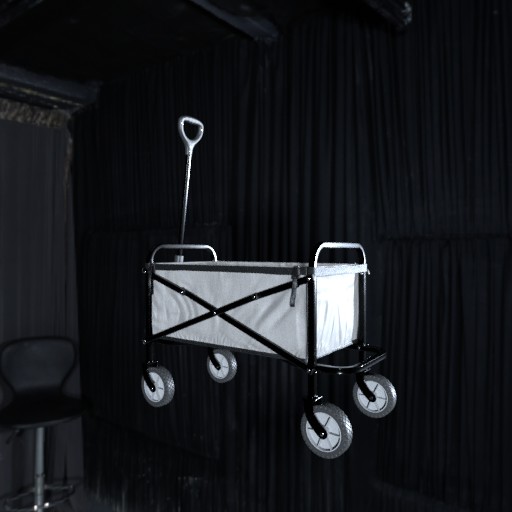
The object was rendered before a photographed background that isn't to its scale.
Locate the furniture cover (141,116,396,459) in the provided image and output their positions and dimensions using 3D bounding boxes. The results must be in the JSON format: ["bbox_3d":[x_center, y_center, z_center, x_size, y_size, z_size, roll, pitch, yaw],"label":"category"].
[{"bbox_3d":[0.000,0.000,1.867,1.038,1.295,0.532,1,1,36],"label":"furniture cover"}]
